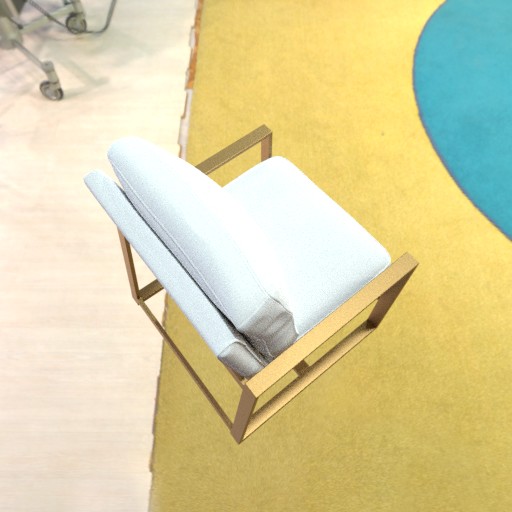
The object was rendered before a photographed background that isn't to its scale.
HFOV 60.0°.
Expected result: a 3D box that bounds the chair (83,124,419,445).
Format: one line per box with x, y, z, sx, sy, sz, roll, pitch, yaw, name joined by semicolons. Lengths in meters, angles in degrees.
0.000;0.000;1.579;0.813;0.966;0.805;-35;66;-18;chair
